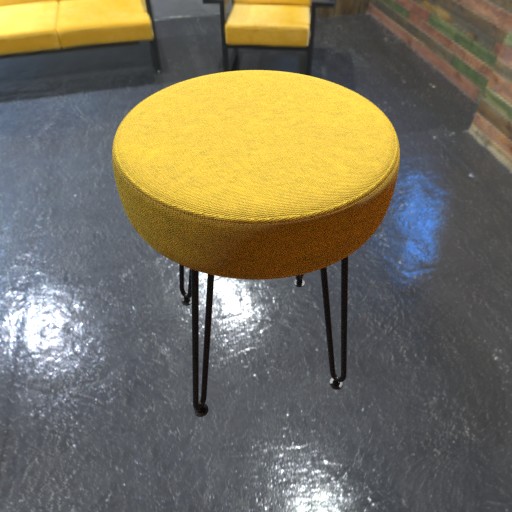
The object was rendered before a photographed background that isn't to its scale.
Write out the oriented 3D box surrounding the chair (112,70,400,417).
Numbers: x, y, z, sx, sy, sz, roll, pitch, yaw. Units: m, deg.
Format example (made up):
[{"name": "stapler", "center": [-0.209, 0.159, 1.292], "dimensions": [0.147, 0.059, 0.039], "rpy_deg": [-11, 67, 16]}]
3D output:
[{"name": "chair", "center": [0.000, 0.000, 0.684], "dimensions": [0.345, 0.455, 0.345], "rpy_deg": [-9, 46, -8]}]
